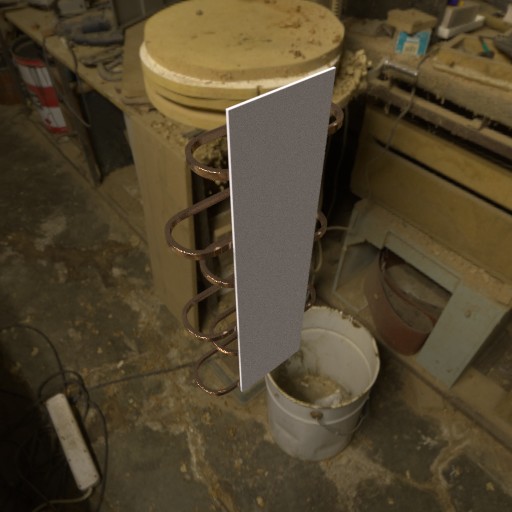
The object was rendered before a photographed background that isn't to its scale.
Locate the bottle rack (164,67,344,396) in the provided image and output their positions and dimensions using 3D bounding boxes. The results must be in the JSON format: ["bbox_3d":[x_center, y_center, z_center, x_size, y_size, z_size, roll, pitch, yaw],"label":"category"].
[{"bbox_3d":[0.000,0.000,0.845,0.332,0.709,0.118,-31,54,-26],"label":"bottle rack"}]
